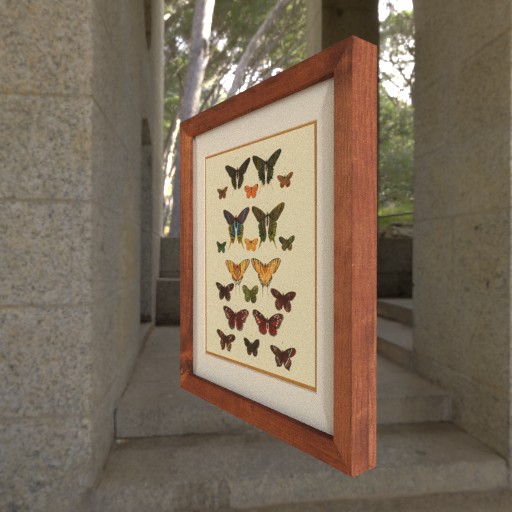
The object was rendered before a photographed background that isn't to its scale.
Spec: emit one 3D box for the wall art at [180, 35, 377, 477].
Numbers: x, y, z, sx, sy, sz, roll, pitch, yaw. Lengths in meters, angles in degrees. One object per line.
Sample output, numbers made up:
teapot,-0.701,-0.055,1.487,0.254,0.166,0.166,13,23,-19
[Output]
wall art,0.000,0.000,0.613,0.039,0.449,0.377,0,0,-37
